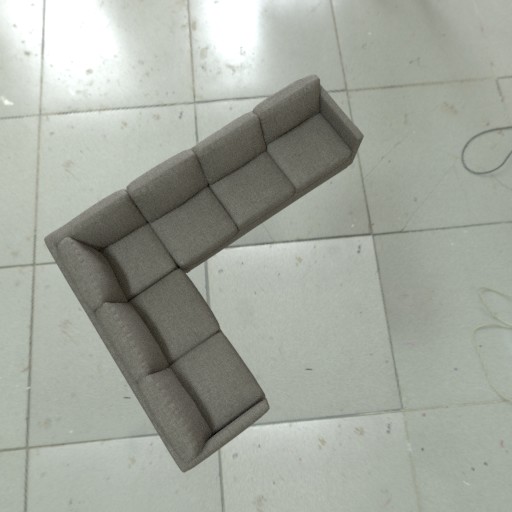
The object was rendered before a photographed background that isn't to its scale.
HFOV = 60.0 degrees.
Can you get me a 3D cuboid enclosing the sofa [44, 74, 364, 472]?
[{"bbox_3d":[0.000,0.000,4.493,3.302,0.947,2.593,-34,77,-9],"label":"sofa"}]
